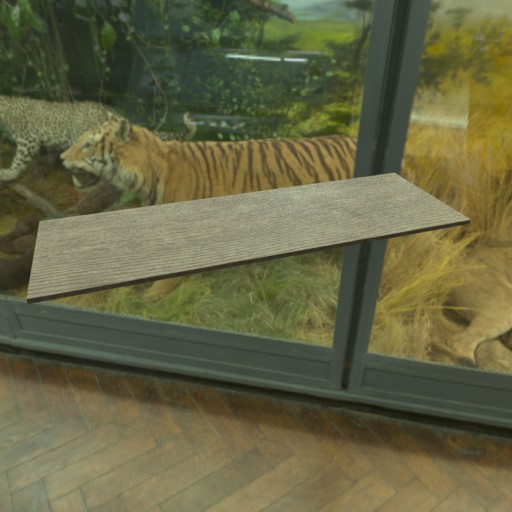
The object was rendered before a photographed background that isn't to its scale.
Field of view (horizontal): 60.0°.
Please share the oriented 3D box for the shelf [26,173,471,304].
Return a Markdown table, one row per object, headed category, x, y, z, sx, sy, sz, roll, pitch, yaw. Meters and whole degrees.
| category | x | y | z | sx | sy | sz | roll | pitch | yaw |
| --- | --- | --- | --- | --- | --- | --- | --- | --- | --- |
| shelf | 0.000 | 0.000 | 0.692 | 0.610 | 0.125 | 0.200 | -10 | 33 | -16 |
